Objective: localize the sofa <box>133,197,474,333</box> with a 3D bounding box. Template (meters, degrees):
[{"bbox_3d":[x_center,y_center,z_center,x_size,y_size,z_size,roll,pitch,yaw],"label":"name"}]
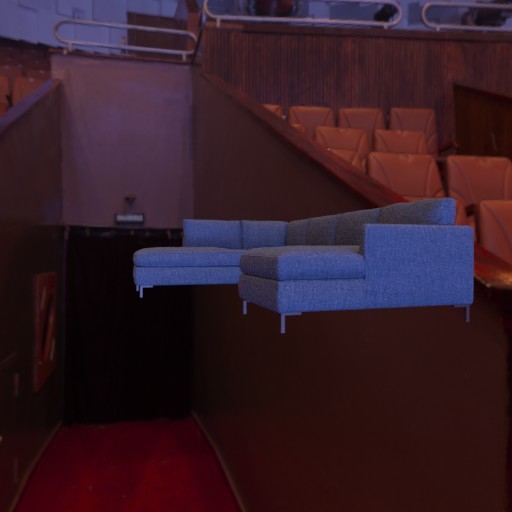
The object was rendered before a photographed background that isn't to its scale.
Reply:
[{"bbox_3d":[0.000,0.000,3.616,1.879,0.753,2.737,0,1,-17],"label":"sofa"}]
